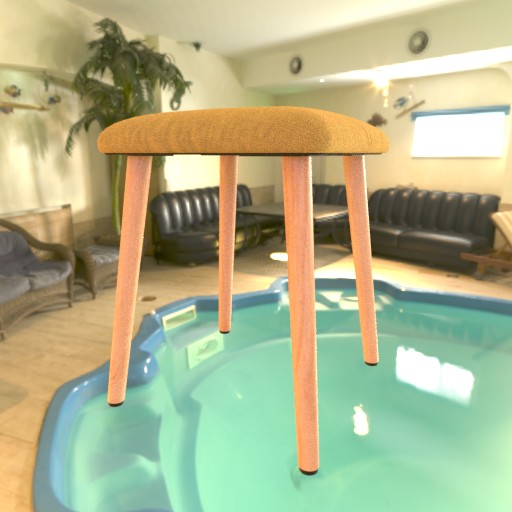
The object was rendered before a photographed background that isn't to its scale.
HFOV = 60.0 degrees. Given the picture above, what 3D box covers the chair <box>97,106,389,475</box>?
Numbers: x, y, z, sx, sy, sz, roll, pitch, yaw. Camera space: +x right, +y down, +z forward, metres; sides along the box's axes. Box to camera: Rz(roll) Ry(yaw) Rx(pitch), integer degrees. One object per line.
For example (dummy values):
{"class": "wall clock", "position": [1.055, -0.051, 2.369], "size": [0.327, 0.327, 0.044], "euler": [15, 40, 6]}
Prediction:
{"class": "chair", "position": [0.000, 0.000, 0.709], "size": [0.350, 0.440, 0.350], "euler": [7, 15, 27]}
